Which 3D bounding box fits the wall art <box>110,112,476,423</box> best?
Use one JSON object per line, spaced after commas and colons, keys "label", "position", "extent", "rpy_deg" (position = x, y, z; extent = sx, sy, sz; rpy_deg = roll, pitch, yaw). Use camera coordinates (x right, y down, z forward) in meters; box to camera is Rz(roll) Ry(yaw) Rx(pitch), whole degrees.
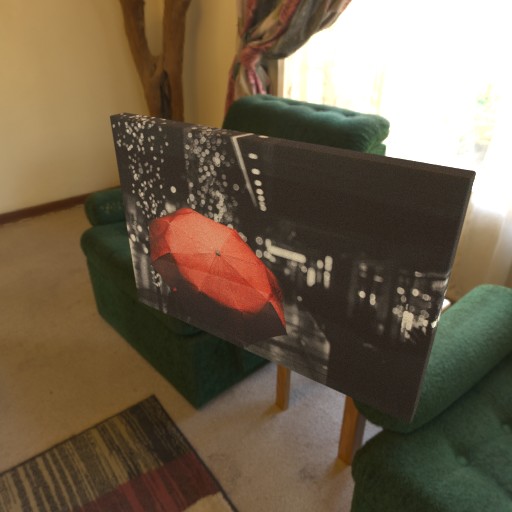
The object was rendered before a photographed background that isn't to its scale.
{"label": "wall art", "position": [0.000, 0.000, 0.762], "extent": [0.609, 0.406, 0.037], "rpy_deg": [18, 34, 29]}
